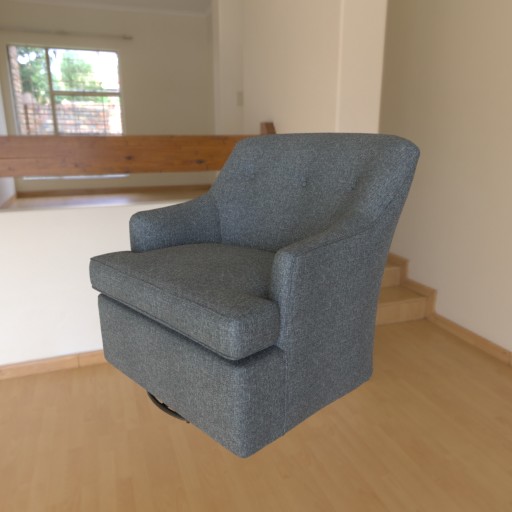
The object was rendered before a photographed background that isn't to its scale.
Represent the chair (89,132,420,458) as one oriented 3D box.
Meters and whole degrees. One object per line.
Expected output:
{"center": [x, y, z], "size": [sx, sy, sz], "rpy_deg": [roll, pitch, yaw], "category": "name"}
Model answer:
{"center": [0.000, 0.000, 1.591], "size": [0.923, 0.856, 0.864], "rpy_deg": [-15, 21, -43], "category": "chair"}
